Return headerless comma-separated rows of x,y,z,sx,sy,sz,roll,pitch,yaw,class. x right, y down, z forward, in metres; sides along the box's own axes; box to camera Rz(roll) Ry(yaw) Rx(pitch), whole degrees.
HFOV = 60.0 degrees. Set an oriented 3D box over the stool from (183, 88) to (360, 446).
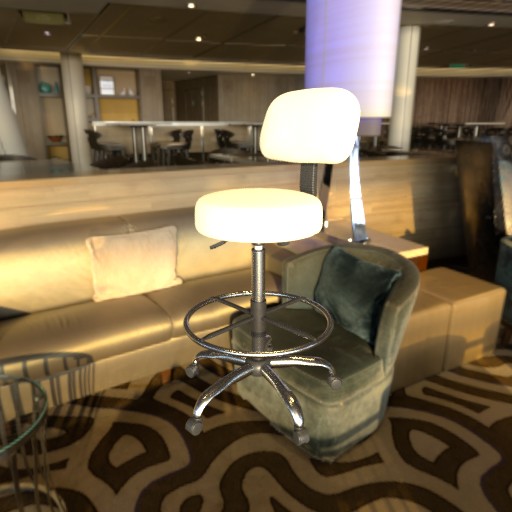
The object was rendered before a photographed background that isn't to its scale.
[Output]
0.000,0.000,1.482,0.616,1.080,0.609,-16,23,-43,stool
